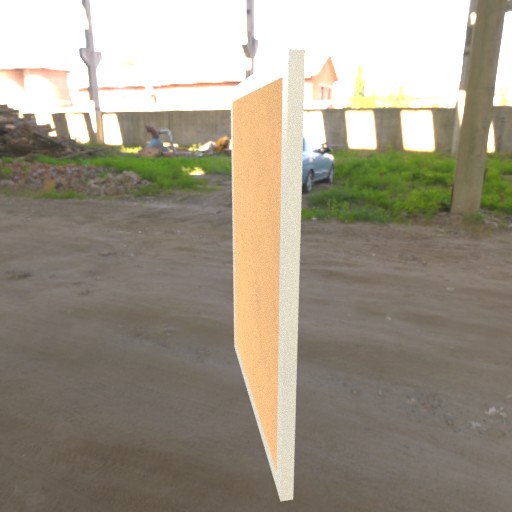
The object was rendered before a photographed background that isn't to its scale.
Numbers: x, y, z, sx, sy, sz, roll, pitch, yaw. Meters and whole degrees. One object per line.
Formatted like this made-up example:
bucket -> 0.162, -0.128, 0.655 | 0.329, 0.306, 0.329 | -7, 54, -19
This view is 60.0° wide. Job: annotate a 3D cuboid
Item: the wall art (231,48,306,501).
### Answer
wall art -> 0.000, 0.000, 1.072 | 0.026, 0.811, 0.661 | -3, 16, -10
